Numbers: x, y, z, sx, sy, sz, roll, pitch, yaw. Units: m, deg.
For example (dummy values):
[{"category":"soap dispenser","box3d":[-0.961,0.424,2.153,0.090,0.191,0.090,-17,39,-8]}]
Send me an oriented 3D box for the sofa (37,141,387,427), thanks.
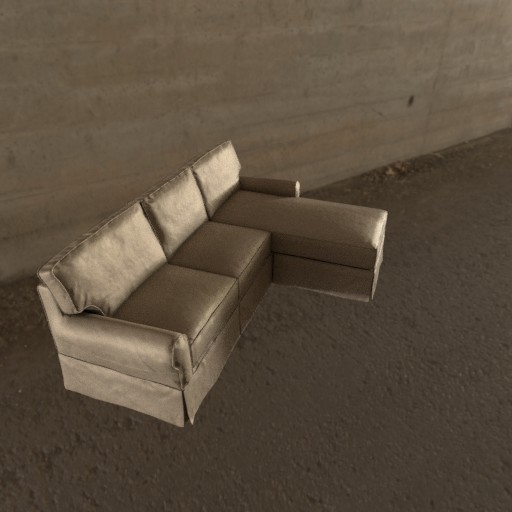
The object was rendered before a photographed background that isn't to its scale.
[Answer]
[{"category":"sofa","box3d":[0.000,0.000,3.294,1.733,0.978,2.475,11,33,17]}]
